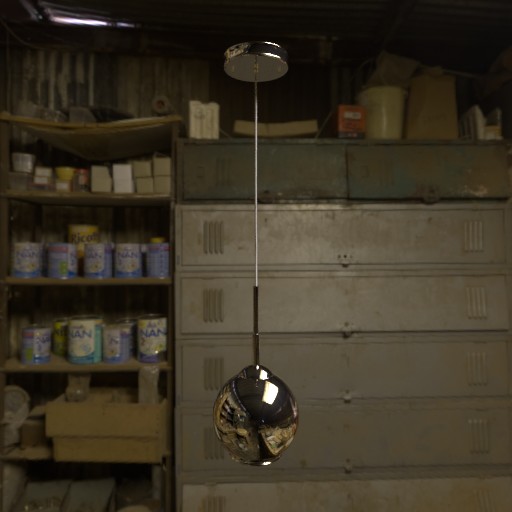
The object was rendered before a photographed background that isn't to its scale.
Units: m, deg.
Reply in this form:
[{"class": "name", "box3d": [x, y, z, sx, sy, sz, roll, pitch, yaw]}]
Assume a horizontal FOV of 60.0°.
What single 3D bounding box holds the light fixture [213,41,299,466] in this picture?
[{"class": "light fixture", "box3d": [0.000, 0.000, 1.716, 0.336, 1.538, 0.336, 0, 0, -1]}]
